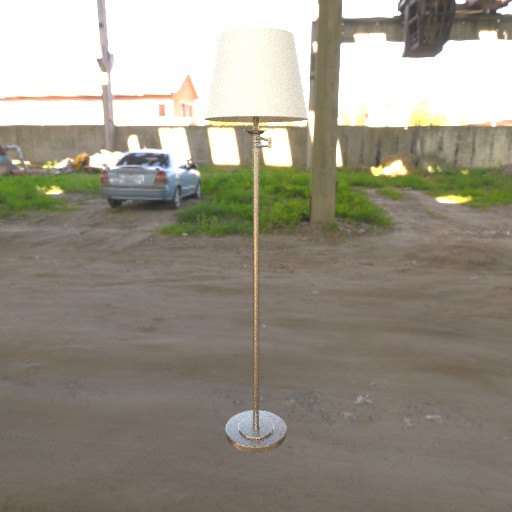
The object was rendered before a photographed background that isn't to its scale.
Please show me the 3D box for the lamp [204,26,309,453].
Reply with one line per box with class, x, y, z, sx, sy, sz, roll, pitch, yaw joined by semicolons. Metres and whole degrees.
lamp;0.000;0.000;1.619;0.355;1.473;0.355;0;14;0
